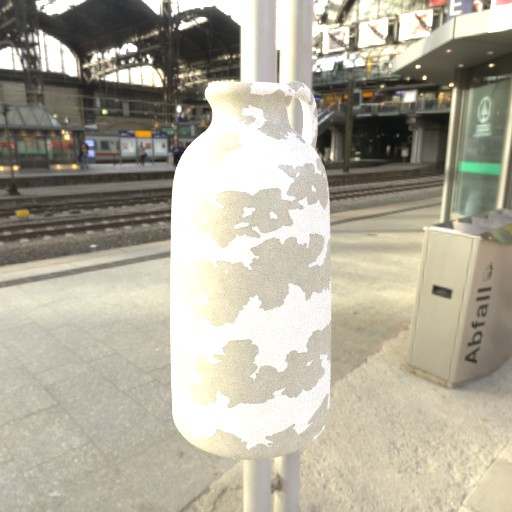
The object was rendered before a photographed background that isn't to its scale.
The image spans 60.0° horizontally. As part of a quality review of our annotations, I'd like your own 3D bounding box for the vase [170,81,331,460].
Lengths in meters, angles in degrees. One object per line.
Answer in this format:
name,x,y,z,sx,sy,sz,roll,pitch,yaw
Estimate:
vase,0.000,0.000,0.497,0.186,0.382,0.203,13,18,43
